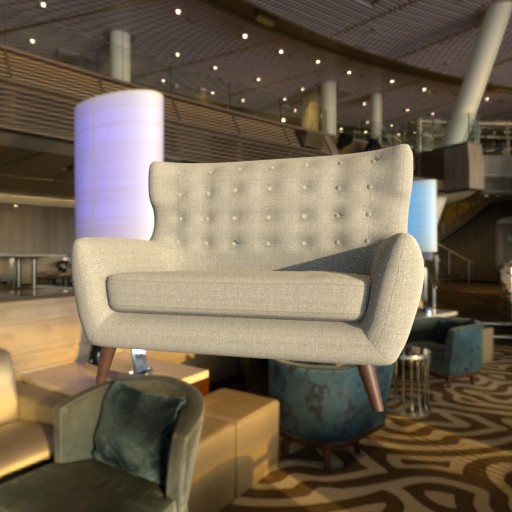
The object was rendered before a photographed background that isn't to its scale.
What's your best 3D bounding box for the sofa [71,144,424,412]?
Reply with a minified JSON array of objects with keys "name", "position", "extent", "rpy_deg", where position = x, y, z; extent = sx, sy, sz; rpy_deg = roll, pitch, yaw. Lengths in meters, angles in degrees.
[{"name":"sofa","position":[0.000,0.000,1.996],"extent":[1.386,1.028,0.884],"rpy_deg":[0,0,17]}]
